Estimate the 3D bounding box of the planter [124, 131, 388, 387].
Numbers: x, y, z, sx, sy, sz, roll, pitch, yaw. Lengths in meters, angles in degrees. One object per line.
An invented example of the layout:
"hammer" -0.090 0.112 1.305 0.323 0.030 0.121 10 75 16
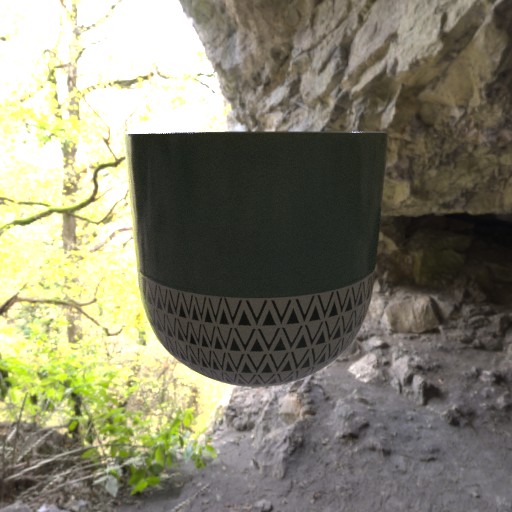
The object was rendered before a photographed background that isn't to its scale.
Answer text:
"planter" 0.000 0.000 0.500 0.266 0.270 0.266 0 16 0
